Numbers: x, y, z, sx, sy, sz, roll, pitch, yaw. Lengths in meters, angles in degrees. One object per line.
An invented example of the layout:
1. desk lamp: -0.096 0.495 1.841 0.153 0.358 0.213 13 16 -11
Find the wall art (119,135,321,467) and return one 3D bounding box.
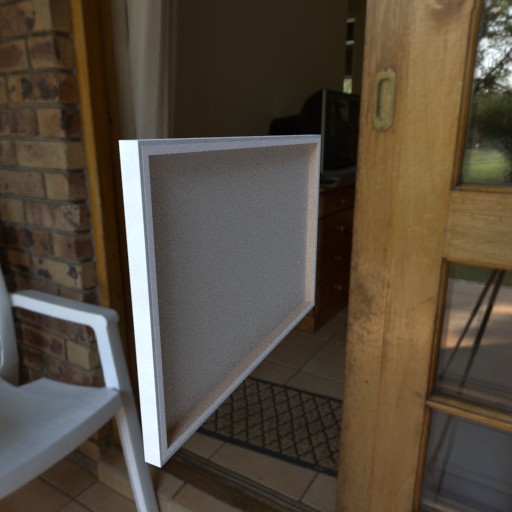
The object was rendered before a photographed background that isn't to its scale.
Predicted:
1. wall art: 0.000 0.000 1.174 0.038 0.610 0.915 8 18 25
